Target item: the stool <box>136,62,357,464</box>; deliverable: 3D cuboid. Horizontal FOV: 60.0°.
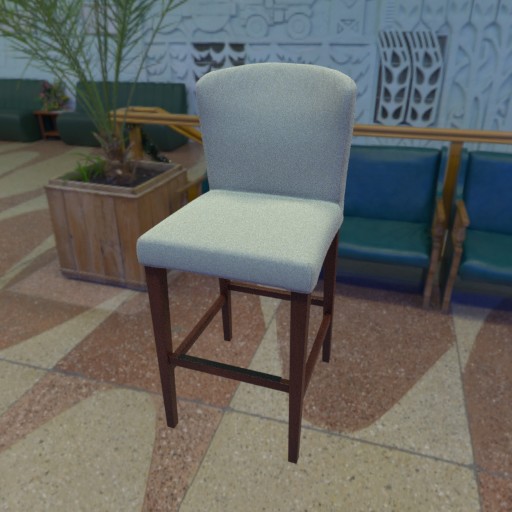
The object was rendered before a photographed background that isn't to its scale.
[{"bbox_3d":[0.000,0.000,1.362,0.479,1.069,0.568,9,27,17],"label":"stool"}]
